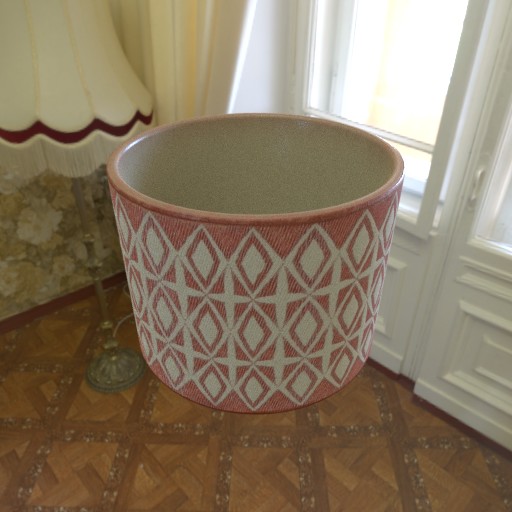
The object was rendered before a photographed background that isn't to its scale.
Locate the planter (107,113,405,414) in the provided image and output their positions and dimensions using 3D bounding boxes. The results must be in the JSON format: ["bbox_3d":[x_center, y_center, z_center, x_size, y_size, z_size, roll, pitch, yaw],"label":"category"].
[{"bbox_3d":[0.000,0.000,0.484,0.273,0.237,0.273,0,33,0],"label":"planter"}]
